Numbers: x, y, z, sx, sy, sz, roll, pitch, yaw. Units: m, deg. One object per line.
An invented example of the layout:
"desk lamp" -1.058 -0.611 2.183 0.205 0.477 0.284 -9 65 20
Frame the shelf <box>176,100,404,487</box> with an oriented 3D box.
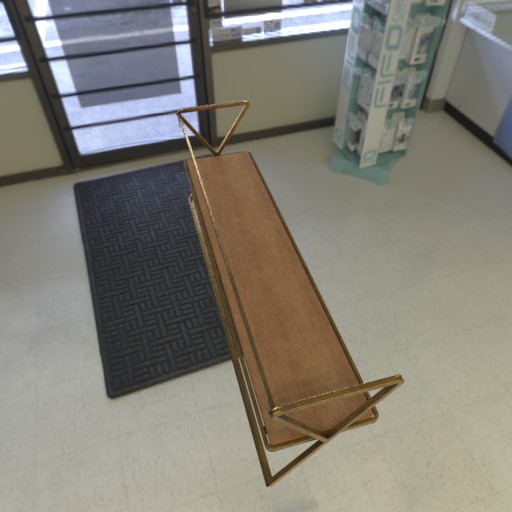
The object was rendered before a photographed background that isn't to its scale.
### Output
"shelf" 0.000 0.000 0.752 0.150 0.229 0.645 -11 47 -11
